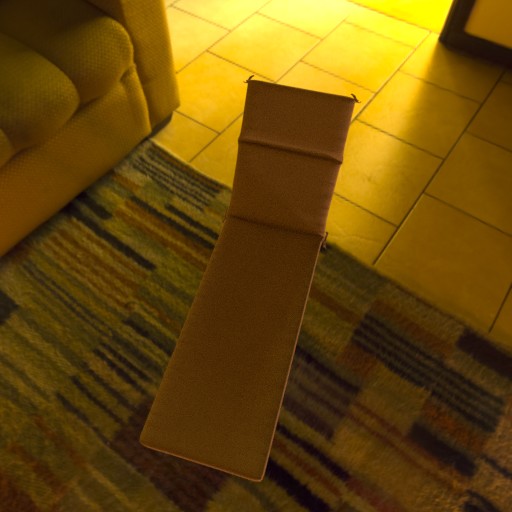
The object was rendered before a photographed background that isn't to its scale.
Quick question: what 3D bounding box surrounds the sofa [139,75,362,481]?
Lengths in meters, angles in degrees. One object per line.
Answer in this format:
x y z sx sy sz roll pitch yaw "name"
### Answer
0.000 0.000 1.946 0.582 0.622 1.663 14 59 8 "sofa"
